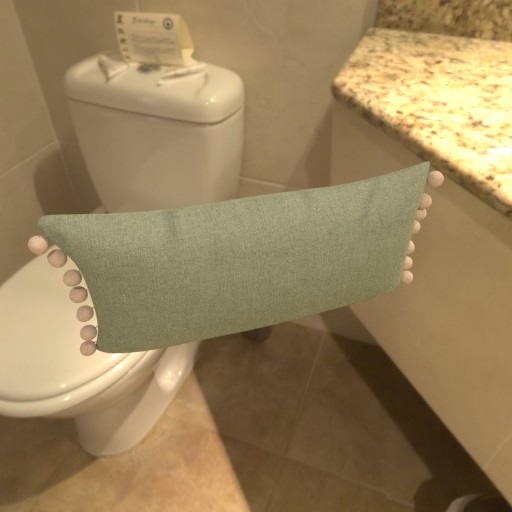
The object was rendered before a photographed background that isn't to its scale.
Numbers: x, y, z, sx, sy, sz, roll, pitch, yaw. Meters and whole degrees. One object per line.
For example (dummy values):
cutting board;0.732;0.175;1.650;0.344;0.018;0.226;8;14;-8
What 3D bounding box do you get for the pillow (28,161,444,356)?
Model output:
pillow;0.000;0.000;0.819;0.709;0.322;0.201;-11;43;-12
